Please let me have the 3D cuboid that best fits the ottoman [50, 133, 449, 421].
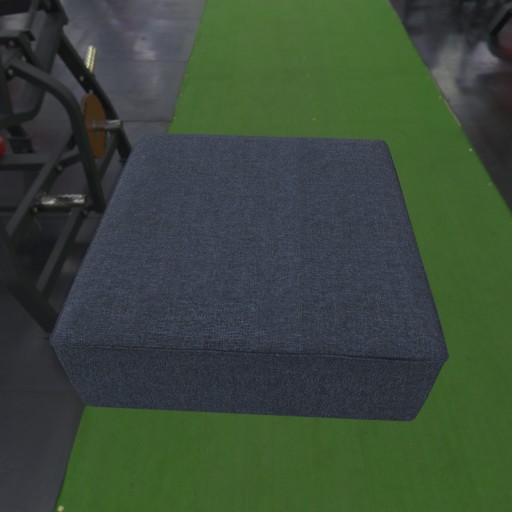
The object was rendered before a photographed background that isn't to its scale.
[{"bbox_3d":[0.000,0.000,1.556,1.017,0.423,1.023,2,46,2],"label":"ottoman"}]
